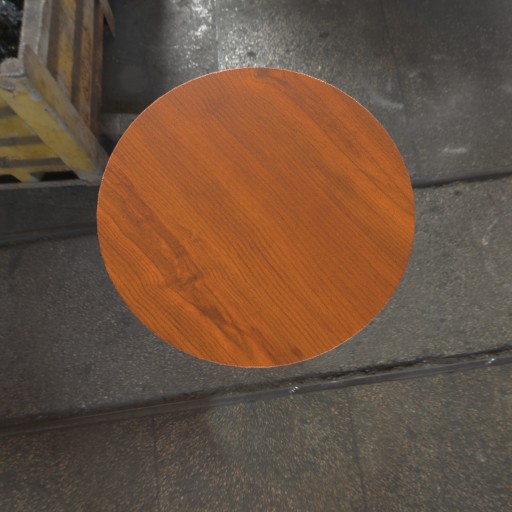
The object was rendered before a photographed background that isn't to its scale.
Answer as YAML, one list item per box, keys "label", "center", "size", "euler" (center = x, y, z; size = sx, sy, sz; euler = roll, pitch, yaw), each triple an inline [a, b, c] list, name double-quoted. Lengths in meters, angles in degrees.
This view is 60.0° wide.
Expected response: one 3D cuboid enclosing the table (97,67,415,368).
- label: "table"
  center: [0.000, 0.000, 0.932]
  size: [0.457, 0.610, 0.457]
  euler: [0, 76, 0]
